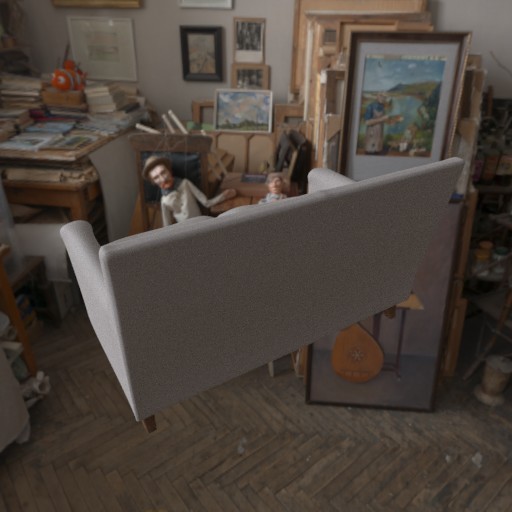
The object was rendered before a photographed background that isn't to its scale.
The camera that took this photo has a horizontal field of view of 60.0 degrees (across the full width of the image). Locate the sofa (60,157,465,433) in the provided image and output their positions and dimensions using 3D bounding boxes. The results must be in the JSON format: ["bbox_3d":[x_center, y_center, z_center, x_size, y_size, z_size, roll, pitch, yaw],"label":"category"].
[{"bbox_3d":[0.000,0.000,2.006,1.482,0.890,0.888,-17,34,-28],"label":"sofa"}]
